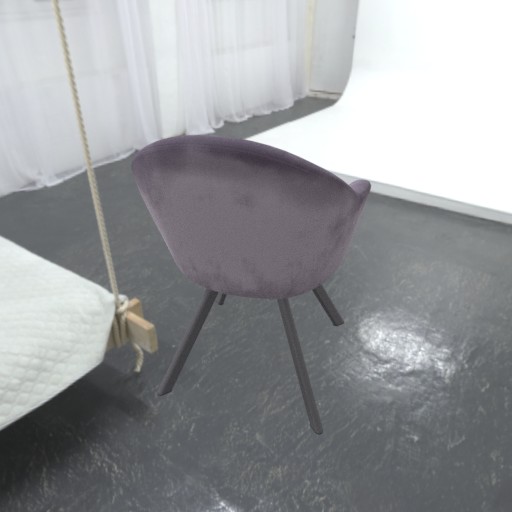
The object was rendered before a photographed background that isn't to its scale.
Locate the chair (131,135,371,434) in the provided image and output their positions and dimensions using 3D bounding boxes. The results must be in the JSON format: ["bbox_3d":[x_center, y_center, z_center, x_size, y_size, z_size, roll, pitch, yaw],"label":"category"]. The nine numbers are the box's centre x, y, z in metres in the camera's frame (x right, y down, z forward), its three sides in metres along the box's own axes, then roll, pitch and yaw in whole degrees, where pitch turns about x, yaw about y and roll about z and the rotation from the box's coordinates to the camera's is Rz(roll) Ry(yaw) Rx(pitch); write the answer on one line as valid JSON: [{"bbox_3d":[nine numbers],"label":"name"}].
[{"bbox_3d":[0.000,0.000,1.208,0.550,0.795,0.590,9,32,14],"label":"chair"}]
